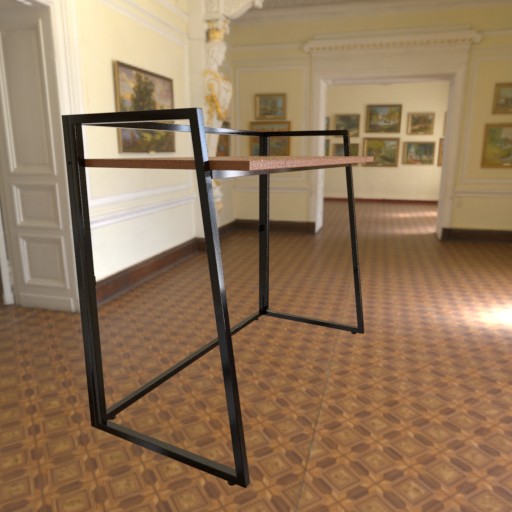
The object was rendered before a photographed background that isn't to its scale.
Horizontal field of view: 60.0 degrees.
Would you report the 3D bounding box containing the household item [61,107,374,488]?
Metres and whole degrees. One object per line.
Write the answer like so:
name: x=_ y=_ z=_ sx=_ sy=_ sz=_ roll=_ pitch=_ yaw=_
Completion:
household item: x=0.000 y=0.000 z=1.502 sx=0.510 sy=0.860 sz=1.050 roll=7 pitch=15 yaw=28
